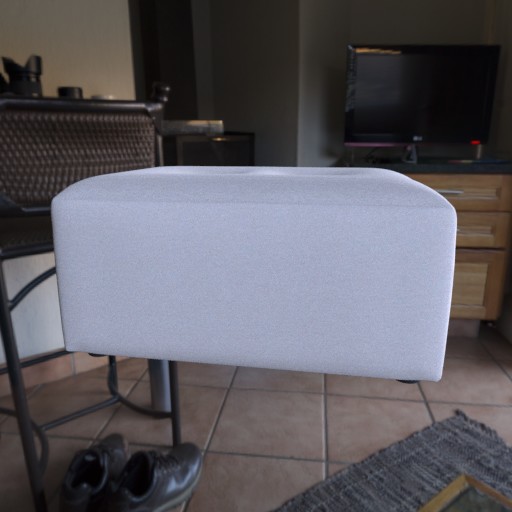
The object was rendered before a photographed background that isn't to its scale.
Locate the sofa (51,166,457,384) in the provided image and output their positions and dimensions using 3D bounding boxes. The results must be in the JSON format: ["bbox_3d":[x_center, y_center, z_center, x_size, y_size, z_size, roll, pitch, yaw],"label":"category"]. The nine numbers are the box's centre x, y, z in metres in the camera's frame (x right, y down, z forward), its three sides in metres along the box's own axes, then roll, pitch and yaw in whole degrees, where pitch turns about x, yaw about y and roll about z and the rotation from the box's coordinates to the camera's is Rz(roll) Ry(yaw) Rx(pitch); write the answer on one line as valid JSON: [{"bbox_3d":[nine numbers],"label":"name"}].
[{"bbox_3d":[0.000,0.000,1.230,0.930,0.470,0.480,2,15,9],"label":"sofa"}]
